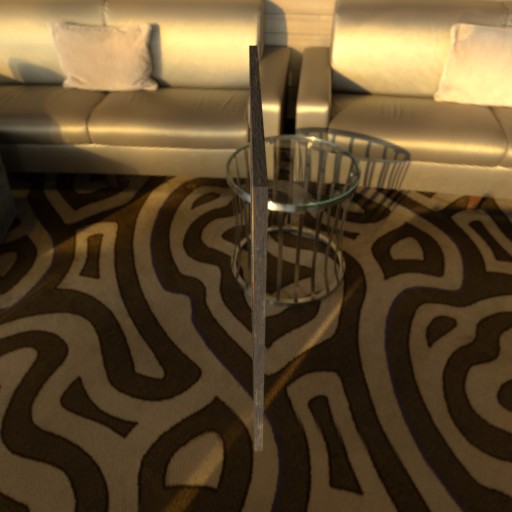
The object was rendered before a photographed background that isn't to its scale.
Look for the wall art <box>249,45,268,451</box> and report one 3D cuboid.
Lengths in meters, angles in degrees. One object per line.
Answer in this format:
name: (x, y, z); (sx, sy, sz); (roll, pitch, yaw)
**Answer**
wall art: (0.000, 0.000, 1.460); (0.029, 1.066, 0.812); (-1, 42, -1)
